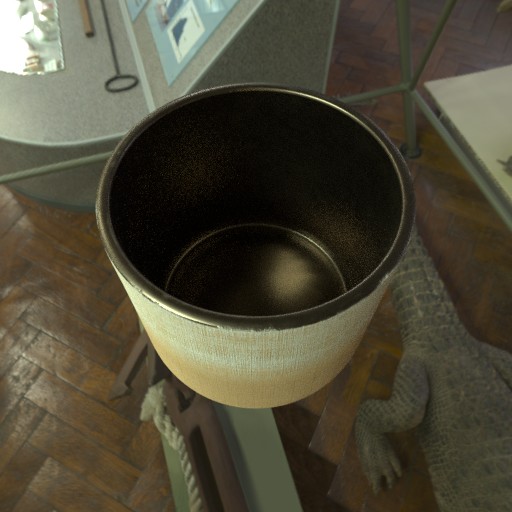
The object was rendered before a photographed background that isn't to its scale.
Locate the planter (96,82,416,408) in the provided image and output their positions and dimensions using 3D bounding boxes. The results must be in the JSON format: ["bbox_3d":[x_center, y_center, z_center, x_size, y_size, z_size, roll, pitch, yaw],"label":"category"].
[{"bbox_3d":[0.000,0.000,0.442,0.254,0.221,0.254,0,58,0],"label":"planter"}]
